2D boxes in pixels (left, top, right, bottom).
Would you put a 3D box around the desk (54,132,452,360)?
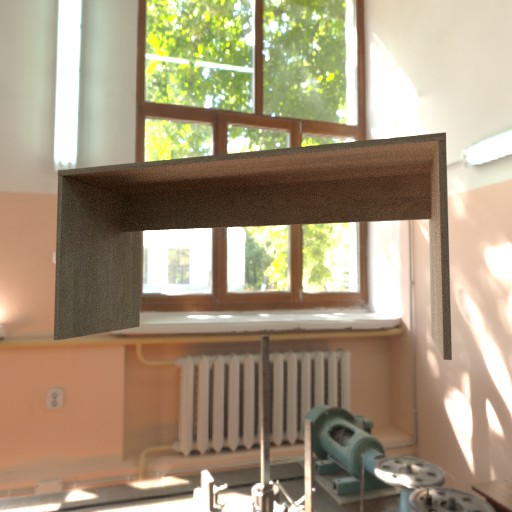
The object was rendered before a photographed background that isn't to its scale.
[{"bbox_3d":[0.000,0.000,2.087,1.600,0.752,0.802,-1,-4,18],"label":"desk"}]
